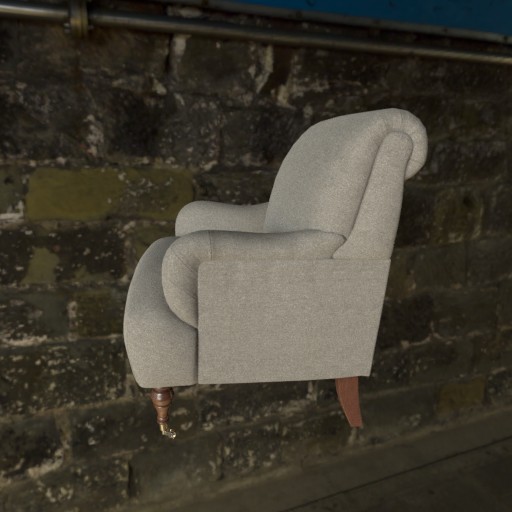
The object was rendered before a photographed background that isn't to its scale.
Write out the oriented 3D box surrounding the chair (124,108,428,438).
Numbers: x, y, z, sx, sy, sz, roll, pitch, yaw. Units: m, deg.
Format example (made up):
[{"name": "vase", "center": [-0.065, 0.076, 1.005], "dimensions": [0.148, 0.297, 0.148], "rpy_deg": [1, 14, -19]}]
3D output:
[{"name": "chair", "center": [0.000, 0.000, 1.537], "dimensions": [0.843, 0.942, 0.766], "rpy_deg": [-2, 14, -7]}]
